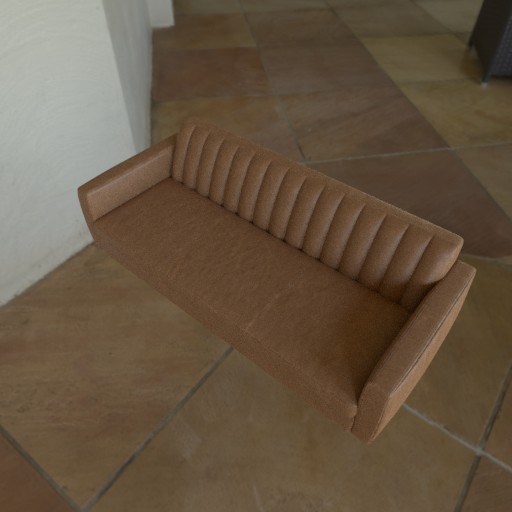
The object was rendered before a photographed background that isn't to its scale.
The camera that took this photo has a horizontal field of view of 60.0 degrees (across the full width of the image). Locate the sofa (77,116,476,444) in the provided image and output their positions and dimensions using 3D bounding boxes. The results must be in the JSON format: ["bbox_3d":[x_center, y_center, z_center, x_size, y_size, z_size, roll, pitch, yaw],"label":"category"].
[{"bbox_3d":[0.000,0.000,2.736,2.291,0.821,0.990,31,53,27],"label":"sofa"}]
